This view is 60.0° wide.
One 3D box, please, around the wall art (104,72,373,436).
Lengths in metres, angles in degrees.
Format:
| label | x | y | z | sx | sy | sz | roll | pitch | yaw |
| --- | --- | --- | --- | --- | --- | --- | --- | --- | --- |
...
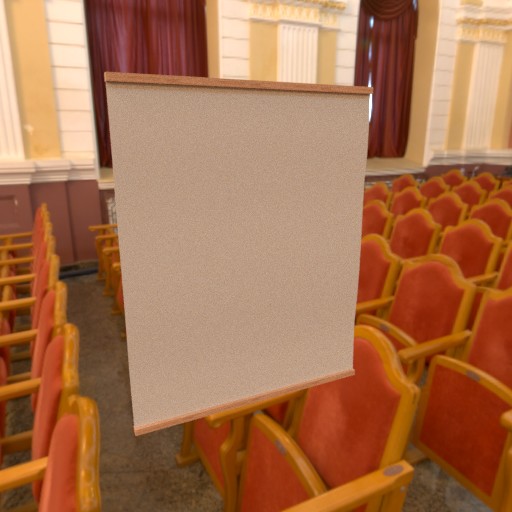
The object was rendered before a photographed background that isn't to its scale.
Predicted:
| label | x | y | z | sx | sy | sz | roll | pitch | yaw |
| --- | --- | --- | --- | --- | --- | --- | --- | --- | --- |
| wall art | 0.000 | 0.000 | 0.687 | 0.406 | 0.508 | 0.013 | -7 | 17 | -25 |
